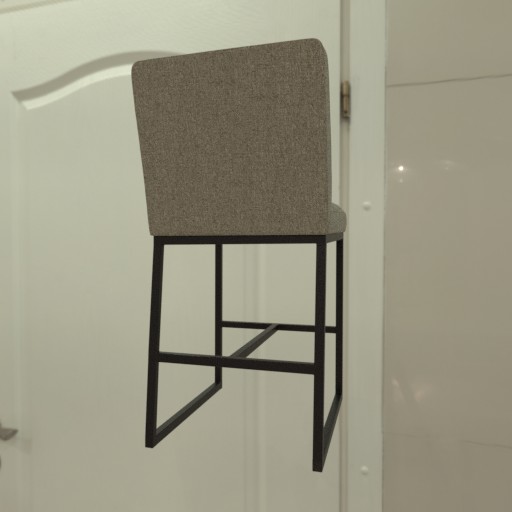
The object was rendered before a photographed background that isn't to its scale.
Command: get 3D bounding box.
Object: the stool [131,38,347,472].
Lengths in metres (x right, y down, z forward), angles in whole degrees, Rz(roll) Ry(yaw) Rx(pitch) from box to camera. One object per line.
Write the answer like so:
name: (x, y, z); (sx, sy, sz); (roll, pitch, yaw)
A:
stool: (0.000, 0.000, 1.246); (0.460, 0.940, 0.560); (0, 1, 16)
